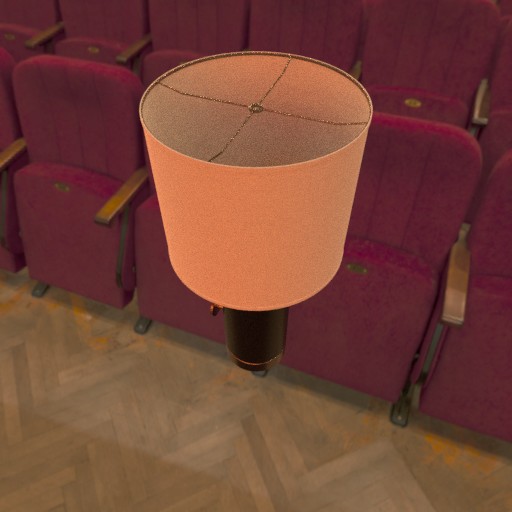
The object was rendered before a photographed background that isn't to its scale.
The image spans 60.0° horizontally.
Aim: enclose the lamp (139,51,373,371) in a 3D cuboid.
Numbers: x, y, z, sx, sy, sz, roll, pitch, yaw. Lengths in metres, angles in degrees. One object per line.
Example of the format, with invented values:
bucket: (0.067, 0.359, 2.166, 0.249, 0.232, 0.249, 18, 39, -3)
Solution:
lamp: (0.000, 0.000, 0.640, 0.240, 0.482, 0.241, 16, 49, 14)
